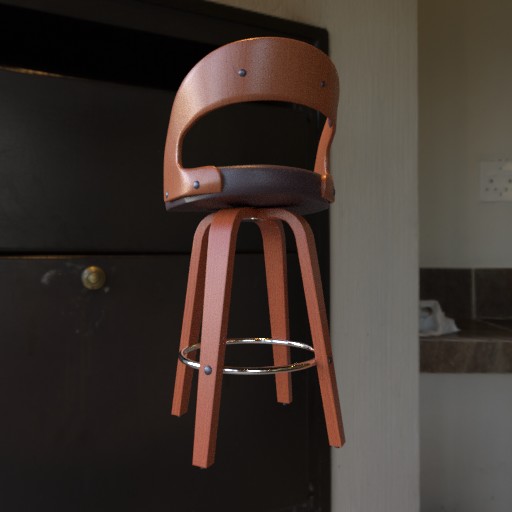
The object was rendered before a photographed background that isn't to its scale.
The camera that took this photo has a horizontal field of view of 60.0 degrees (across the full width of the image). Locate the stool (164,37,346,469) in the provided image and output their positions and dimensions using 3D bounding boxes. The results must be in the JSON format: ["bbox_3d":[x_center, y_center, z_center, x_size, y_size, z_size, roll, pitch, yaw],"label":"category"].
[{"bbox_3d":[0.000,0.000,1.169,0.457,0.940,0.457,0,0,-19],"label":"stool"}]
